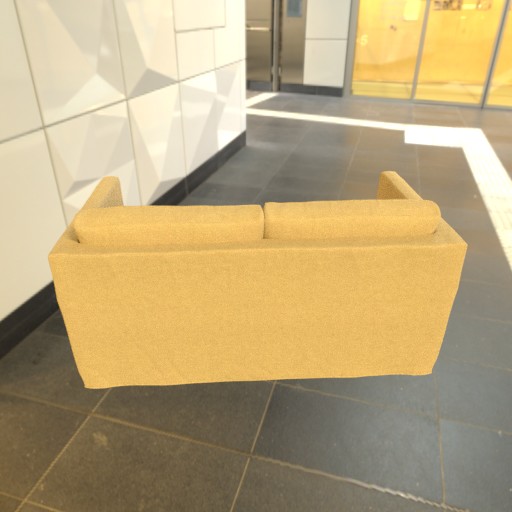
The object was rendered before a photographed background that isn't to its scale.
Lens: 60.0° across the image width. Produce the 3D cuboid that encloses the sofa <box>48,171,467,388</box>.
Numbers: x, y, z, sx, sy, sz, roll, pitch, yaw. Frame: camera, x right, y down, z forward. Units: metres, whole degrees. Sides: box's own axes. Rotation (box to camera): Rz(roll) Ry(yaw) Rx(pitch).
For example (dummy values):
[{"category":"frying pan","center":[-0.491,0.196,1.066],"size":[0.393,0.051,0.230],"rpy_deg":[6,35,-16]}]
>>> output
[{"category":"sofa","center":[0.000,0.000,2.309],"size":[1.719,0.835,0.962],"rpy_deg":[-2,30,-3]}]
